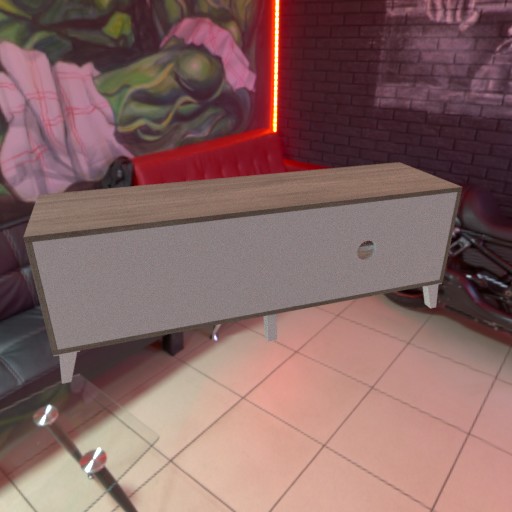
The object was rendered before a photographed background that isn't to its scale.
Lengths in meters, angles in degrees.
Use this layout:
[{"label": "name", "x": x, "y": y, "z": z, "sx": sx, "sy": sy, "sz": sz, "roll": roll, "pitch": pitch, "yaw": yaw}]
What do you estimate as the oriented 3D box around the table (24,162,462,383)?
[{"label": "table", "x": 0.000, "y": 0.000, "z": 1.735, "sx": 1.500, "sy": 0.530, "sz": 0.400, "roll": -8, "pitch": 27, "yaw": -17}]
